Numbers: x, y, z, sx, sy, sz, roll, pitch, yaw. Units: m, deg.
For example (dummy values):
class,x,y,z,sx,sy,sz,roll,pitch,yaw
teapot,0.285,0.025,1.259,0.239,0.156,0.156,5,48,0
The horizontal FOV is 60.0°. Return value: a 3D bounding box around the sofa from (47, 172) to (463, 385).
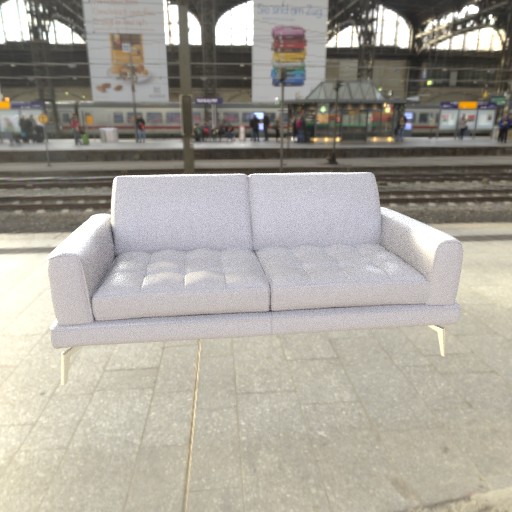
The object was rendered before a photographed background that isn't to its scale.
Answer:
class,x,y,z,sx,sy,sz,roll,pitch,yaw
sofa,0.000,0.000,2.723,2.177,0.930,1.121,-2,17,-7
